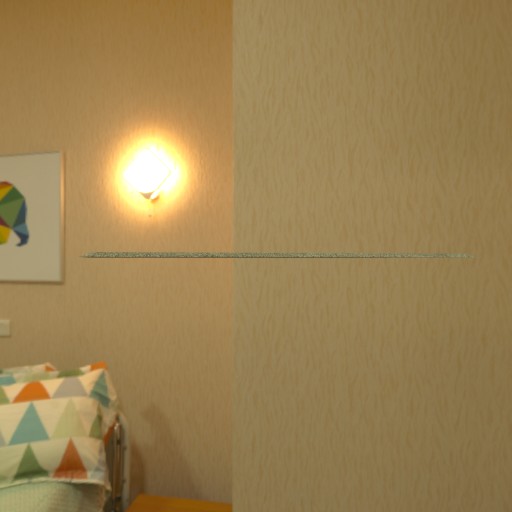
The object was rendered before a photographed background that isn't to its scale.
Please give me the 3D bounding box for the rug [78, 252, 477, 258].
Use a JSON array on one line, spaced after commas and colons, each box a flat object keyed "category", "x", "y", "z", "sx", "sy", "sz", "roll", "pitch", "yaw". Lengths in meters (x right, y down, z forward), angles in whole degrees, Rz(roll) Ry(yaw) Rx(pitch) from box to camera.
[{"category": "rug", "x": 0.000, "y": 0.000, "z": 4.053, "sx": 2.933, "sy": 0.027, "sz": 2.332, "roll": 0, "pitch": 0, "yaw": -19}]
